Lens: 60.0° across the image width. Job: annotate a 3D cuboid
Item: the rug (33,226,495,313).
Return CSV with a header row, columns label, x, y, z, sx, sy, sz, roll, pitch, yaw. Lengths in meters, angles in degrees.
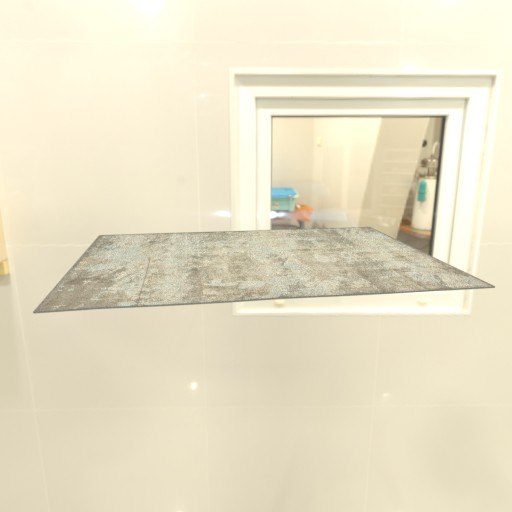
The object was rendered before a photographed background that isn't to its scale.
label,x,y,z,sx,sy,sz,roll,pitch,yaw
rug,0.000,0.000,4.256,3.307,0.013,2.393,-2,15,-9
